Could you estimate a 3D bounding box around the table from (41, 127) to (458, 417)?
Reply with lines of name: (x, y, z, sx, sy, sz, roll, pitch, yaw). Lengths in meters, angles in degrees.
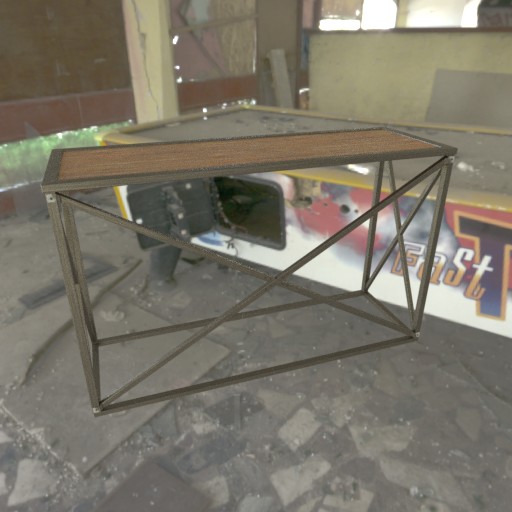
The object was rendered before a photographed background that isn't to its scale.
table: (0.000, 0.000, 1.561, 1.216, 0.753, 0.402, -9, 27, -17)
